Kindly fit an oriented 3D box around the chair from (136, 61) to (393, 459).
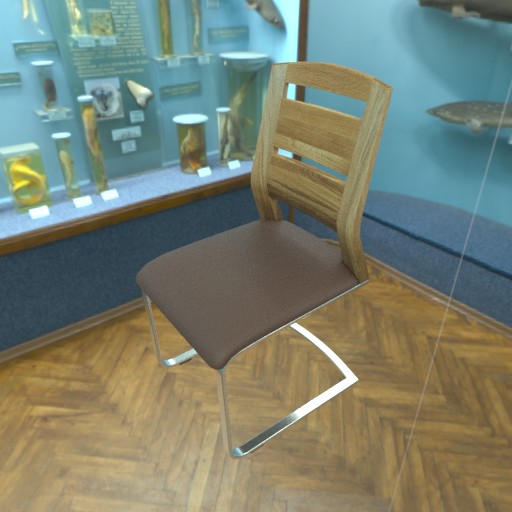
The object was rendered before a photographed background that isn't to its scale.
[{"bbox_3d":[0.000,0.000,1.257,0.570,0.970,0.460,-21,37,-30],"label":"chair"}]
